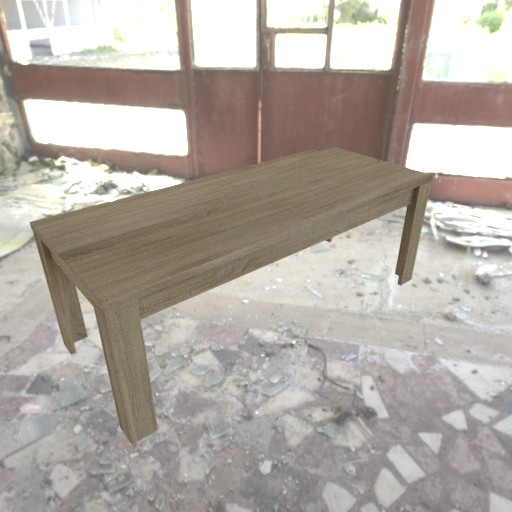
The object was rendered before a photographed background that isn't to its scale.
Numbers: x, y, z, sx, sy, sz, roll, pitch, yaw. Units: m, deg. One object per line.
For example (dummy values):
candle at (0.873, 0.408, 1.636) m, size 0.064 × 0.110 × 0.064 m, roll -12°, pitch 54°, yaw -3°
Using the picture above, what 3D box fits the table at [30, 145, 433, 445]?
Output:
table at (0.000, 0.000, 2.722) m, size 2.200 × 0.790 × 0.900 m, roll -22°, pitch 36°, yaw -34°
